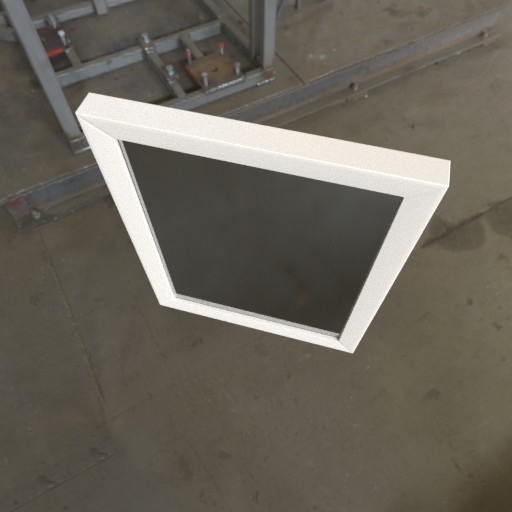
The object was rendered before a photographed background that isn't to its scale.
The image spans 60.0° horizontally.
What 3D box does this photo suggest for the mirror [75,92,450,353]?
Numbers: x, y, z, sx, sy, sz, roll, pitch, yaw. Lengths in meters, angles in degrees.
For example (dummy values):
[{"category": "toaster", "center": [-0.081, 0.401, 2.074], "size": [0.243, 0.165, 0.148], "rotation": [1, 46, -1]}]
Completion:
[{"category": "mirror", "center": [0.000, 0.000, 0.692], "size": [0.405, 0.508, 0.041], "rotation": [13, 60, 8]}]
